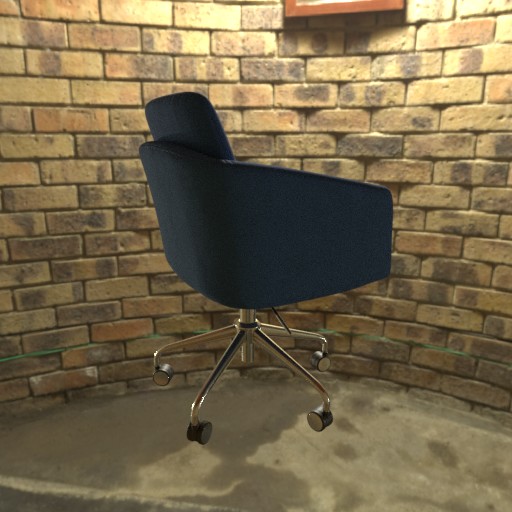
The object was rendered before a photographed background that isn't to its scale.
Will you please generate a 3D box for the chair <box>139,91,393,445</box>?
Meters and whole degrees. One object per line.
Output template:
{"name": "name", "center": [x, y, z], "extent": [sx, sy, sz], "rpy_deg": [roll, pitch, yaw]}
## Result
{"name": "chair", "center": [0.000, 0.000, 1.373], "extent": [0.635, 0.908, 0.641], "rpy_deg": [-7, 16, -27]}
